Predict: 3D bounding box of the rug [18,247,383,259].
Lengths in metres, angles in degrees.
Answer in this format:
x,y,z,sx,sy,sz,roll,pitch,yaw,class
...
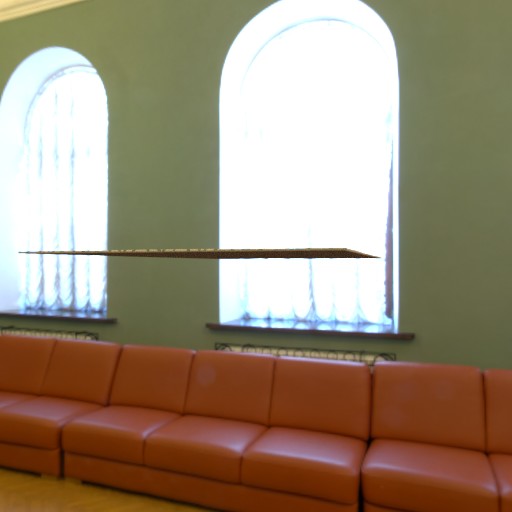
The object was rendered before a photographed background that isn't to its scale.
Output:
x,y,z,sx,sy,sz,roll,pitch,yaw,class
0.000,0.000,2.973,1.517,0.011,2.435,0,-1,19,rug
